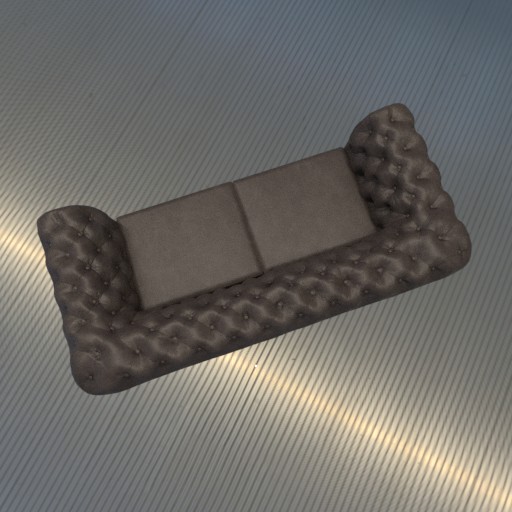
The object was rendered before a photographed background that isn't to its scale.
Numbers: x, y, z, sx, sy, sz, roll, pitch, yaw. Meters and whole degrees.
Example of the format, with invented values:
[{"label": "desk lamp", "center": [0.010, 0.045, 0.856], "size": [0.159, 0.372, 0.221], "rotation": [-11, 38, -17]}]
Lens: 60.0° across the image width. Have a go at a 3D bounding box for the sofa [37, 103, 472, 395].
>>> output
[{"label": "sofa", "center": [0.000, 0.000, 2.480], "size": [2.048, 0.779, 0.944], "rotation": [-18, 77, -4]}]
